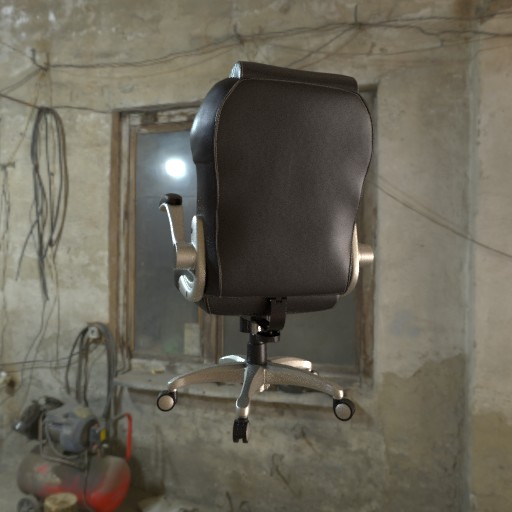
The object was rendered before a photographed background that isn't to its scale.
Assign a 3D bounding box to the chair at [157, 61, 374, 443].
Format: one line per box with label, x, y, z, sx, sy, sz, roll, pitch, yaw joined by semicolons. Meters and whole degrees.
chair;0.000;0.000;1.669;0.724;1.141;0.801;0;0;-18
